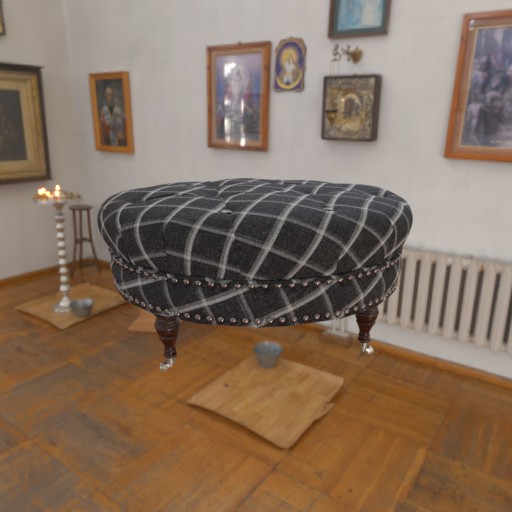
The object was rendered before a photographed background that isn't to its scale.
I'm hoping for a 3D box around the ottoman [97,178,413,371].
[{"bbox_3d":[0.000,0.000,1.371,0.901,0.439,0.901,0,15,0],"label":"ottoman"}]
